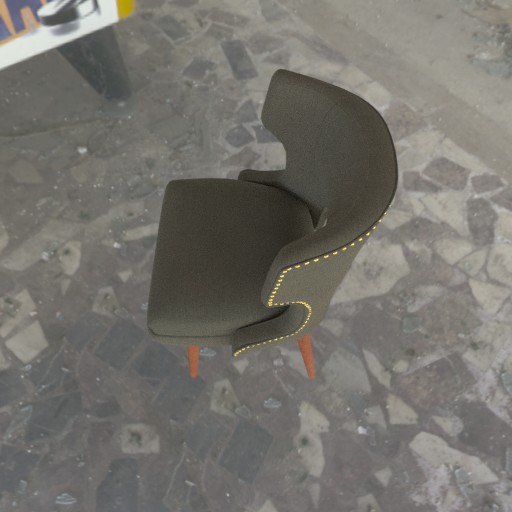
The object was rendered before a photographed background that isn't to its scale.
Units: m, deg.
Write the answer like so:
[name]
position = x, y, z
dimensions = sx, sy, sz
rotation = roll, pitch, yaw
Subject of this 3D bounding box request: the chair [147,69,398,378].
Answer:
[chair]
position = 0.000, 0.000, 1.279
dimensions = 0.581, 0.863, 0.595
rotation = 0, 59, 0
